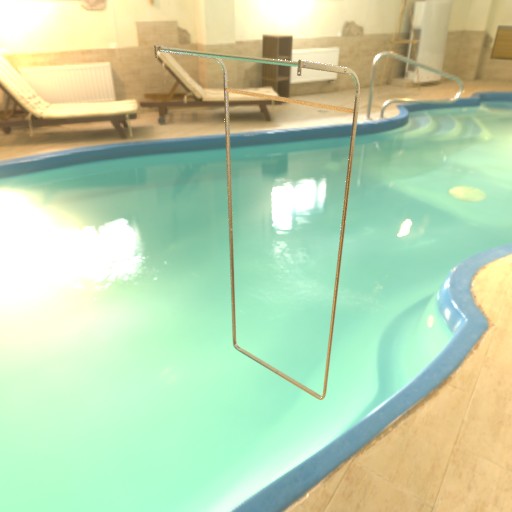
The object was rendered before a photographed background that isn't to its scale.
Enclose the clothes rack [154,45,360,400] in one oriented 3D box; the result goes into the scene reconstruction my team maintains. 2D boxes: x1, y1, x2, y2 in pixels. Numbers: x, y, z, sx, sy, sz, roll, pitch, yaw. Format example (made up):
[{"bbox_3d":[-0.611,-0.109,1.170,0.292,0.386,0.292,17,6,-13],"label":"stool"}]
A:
[{"bbox_3d":[0.000,0.000,1.836,0.609,1.574,0.349,23,38,34],"label":"clothes rack"}]
